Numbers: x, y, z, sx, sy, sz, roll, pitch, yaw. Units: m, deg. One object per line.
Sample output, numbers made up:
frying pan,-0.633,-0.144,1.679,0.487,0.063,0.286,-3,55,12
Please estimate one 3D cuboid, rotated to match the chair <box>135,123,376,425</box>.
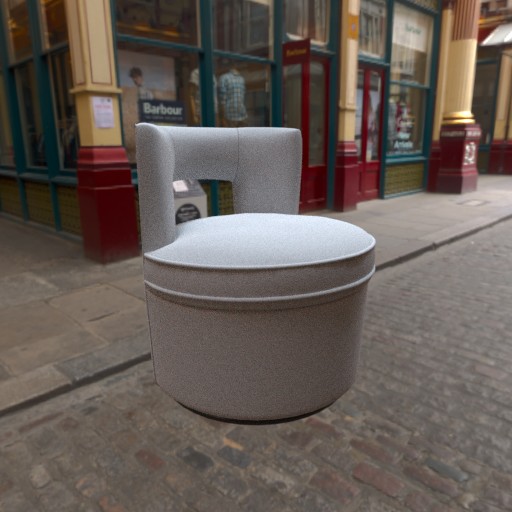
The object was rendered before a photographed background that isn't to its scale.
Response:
chair,0.000,0.000,1.264,0.665,0.723,0.650,13,20,42
